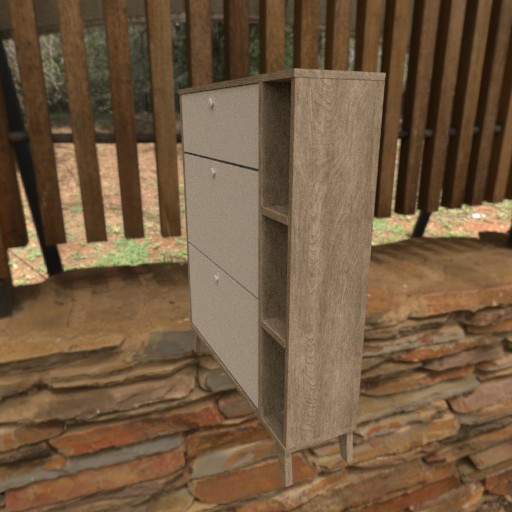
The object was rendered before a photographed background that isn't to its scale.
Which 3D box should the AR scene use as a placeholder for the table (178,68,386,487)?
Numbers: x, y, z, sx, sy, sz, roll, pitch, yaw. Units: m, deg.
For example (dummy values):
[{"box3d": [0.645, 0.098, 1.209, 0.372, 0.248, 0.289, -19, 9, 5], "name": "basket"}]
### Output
[{"box3d": [0.000, 0.000, 1.561, 0.256, 1.135, 0.902, -8, 19, -24], "name": "table"}]
